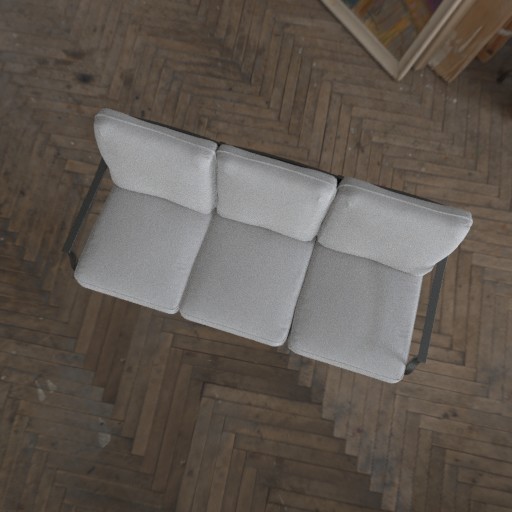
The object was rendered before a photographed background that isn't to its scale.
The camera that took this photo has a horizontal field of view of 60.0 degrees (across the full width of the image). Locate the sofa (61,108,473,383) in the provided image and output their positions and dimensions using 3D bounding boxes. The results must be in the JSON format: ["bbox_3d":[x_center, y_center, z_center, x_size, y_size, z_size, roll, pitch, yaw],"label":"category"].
[{"bbox_3d":[0.000,0.000,2.196,1.740,0.860,0.787,17,77,4],"label":"sofa"}]
